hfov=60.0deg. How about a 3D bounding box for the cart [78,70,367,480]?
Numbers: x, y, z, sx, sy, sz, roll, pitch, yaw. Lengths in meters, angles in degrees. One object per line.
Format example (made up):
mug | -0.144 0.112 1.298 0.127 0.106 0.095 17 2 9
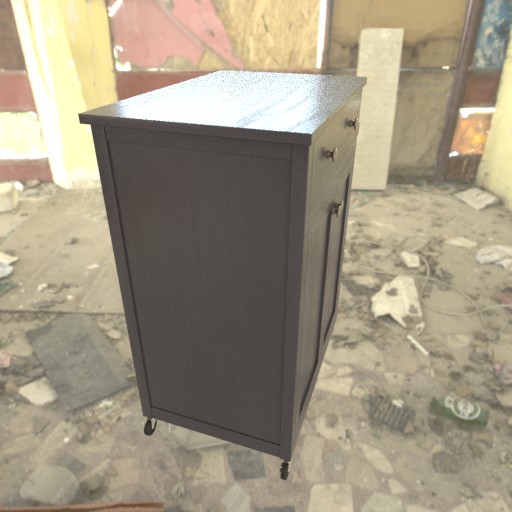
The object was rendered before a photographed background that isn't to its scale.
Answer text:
cart | 0.000 0.000 1.242 0.449 0.878 0.690 10 31 17
